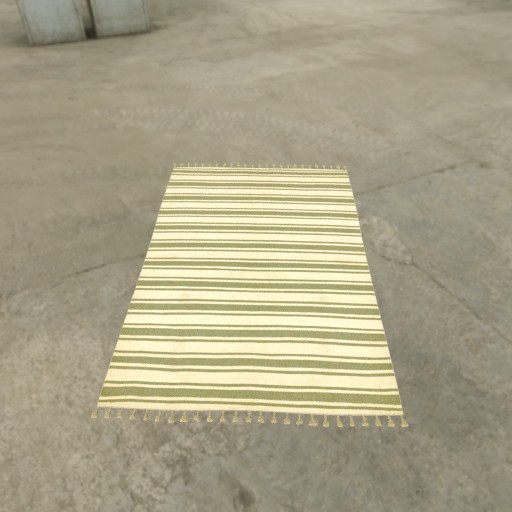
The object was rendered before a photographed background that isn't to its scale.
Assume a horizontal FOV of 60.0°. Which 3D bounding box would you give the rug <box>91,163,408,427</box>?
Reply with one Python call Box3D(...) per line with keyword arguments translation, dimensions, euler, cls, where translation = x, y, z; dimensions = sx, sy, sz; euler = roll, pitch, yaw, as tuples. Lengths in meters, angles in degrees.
Box3D(translation=(0.000, 0.000, 3.040), dimensions=(1.540, 0.018, 2.435), euler=(1, 42, 1), cls="rug")
